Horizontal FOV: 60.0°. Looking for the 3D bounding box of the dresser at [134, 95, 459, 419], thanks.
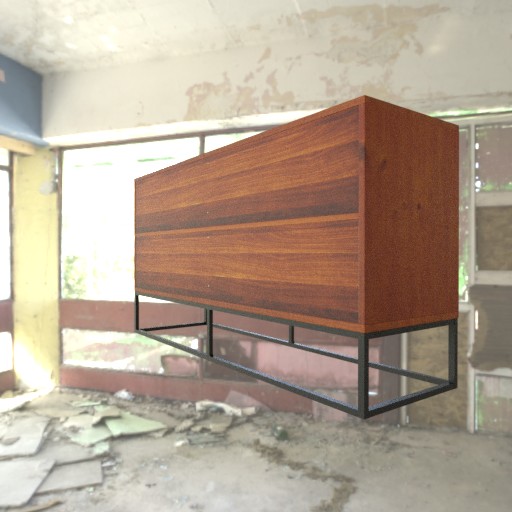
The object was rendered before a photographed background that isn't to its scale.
[{"bbox_3d":[0.000,0.000,1.858,0.464,0.810,1.536,0,0,-37],"label":"dresser"}]
